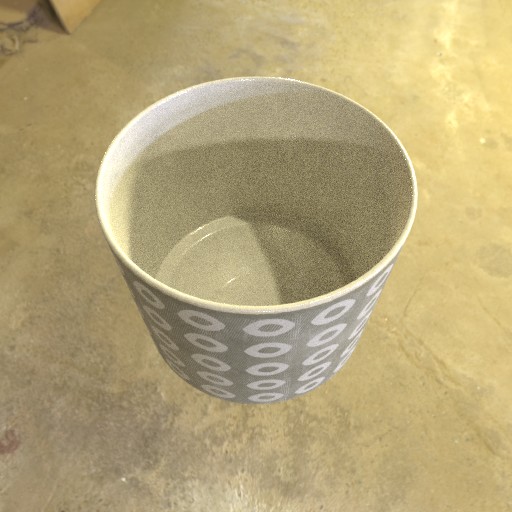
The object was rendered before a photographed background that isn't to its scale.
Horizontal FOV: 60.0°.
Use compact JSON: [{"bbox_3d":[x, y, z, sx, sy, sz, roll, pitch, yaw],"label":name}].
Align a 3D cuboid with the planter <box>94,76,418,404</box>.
[{"bbox_3d":[0.000,0.000,0.447,0.250,0.239,0.250,0,55,0],"label":"planter"}]
